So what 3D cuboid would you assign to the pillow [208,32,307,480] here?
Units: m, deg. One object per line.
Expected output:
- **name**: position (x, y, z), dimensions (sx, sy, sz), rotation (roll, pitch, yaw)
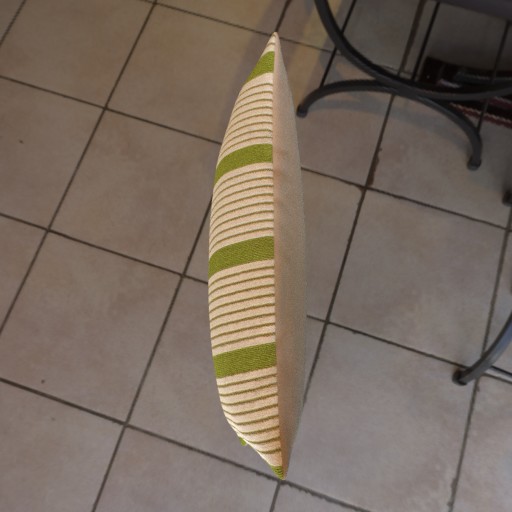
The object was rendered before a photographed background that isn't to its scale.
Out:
- **pillow**: position (0.000, 0.000, 0.715), dimensions (0.156, 0.292, 0.608), rotation (0, 75, 0)
